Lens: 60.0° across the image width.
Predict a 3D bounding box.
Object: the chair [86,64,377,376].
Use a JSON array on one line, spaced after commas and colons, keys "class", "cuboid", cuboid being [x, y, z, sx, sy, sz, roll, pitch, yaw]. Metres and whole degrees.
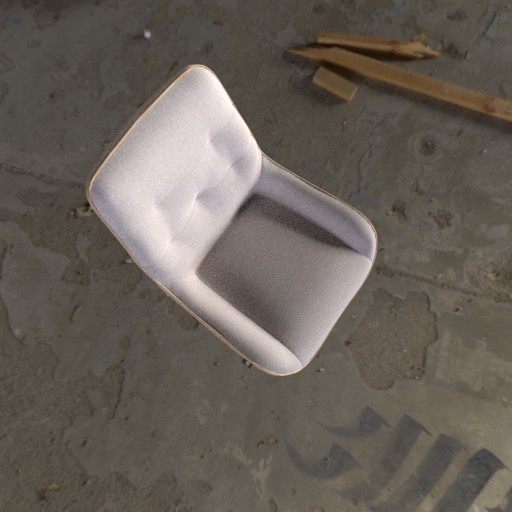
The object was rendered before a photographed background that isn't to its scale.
[{"class": "chair", "cuboid": [0.000, 0.000, 1.348, 0.668, 0.952, 0.564, 35, 78, 8]}]
